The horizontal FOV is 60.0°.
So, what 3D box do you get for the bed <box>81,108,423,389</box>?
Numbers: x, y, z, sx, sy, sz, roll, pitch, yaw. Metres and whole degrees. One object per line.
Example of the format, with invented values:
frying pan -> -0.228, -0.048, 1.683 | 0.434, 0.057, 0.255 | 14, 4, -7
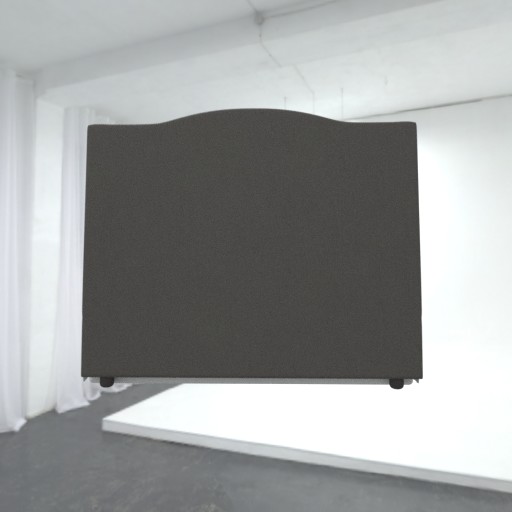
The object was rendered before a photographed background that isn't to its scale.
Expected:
bed -> 0.000, 0.000, 3.369 | 1.821, 1.436, 2.282 | 0, -2, 1
